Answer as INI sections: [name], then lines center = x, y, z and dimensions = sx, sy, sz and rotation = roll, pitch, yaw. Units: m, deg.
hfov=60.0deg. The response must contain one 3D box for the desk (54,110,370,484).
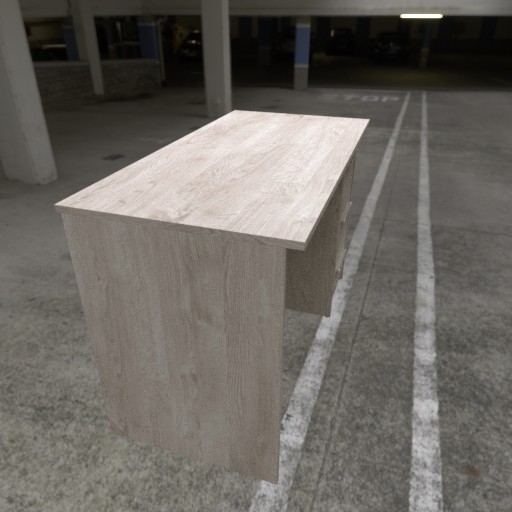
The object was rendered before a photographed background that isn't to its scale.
[desk]
center = 0.000, 0.000, 1.522
dimensions = 0.560, 0.735, 1.097
rotation = 9, 30, 16
